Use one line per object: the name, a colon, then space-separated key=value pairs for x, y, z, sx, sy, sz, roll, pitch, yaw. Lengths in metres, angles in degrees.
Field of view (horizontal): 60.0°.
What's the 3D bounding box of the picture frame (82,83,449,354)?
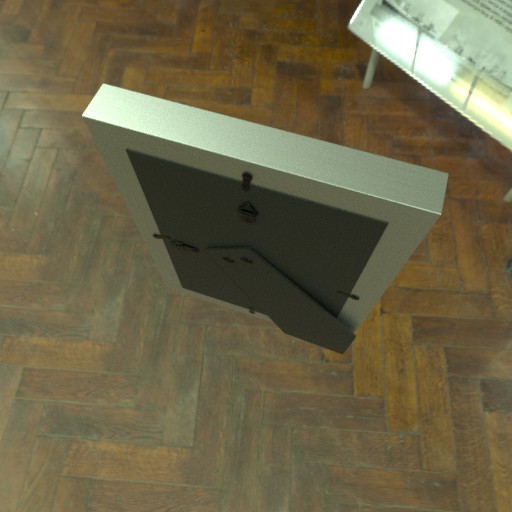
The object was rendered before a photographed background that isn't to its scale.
picture frame: x=0.000 y=0.000 z=0.280 sx=0.157 sy=0.208 sz=0.028 roll=17 pitch=66 yaw=8
